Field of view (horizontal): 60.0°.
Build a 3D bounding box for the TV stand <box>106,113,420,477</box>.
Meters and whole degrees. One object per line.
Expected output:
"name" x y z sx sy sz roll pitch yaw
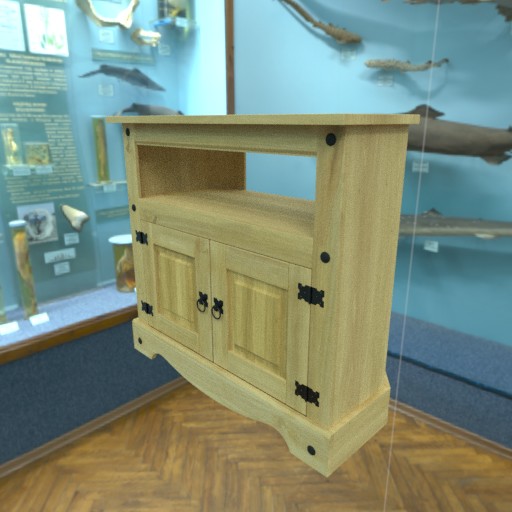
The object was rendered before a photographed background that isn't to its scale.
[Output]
"TV stand" 0.000 0.000 1.295 0.425 0.781 0.851 -16 23 -42
